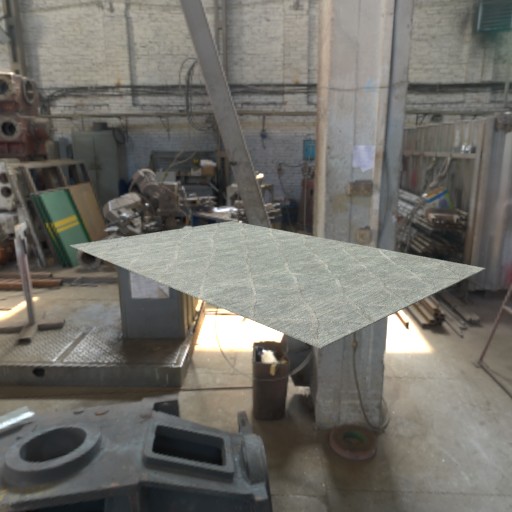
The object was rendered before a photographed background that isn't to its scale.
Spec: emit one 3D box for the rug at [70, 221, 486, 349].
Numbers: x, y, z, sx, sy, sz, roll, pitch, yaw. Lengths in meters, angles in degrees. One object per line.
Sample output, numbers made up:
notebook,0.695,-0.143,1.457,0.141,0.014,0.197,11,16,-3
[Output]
rug,0.000,0.000,2.880,1.521,0.006,2.283,-13,19,-42
